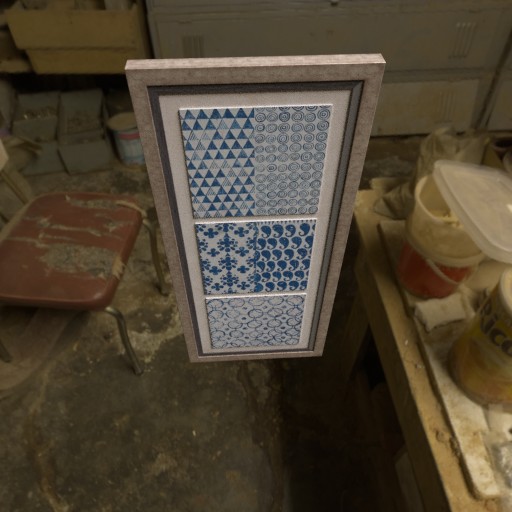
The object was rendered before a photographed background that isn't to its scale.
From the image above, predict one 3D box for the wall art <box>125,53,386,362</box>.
[{"bbox_3d":[0.000,0.000,1.655,0.648,1.461,0.051,-2,48,-2],"label":"wall art"}]
